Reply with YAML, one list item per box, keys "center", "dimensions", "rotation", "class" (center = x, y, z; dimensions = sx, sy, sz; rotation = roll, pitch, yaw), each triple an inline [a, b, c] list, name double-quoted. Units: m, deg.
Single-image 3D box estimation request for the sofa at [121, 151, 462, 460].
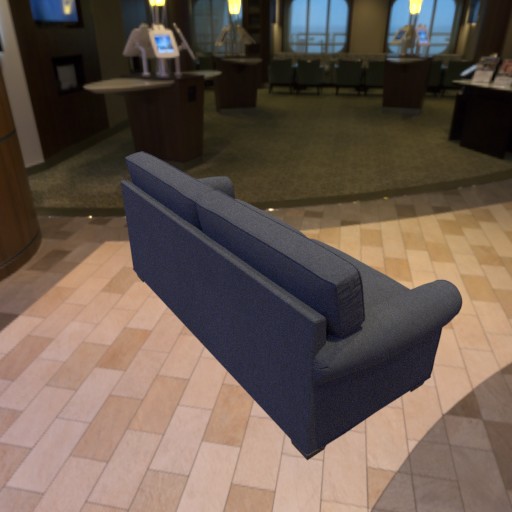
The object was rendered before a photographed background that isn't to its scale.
- center: [0.000, 0.000, 2.886]
  dimensions: [0.954, 1.026, 2.391]
  rotation: [-18, 32, -31]
  class: "sofa"
